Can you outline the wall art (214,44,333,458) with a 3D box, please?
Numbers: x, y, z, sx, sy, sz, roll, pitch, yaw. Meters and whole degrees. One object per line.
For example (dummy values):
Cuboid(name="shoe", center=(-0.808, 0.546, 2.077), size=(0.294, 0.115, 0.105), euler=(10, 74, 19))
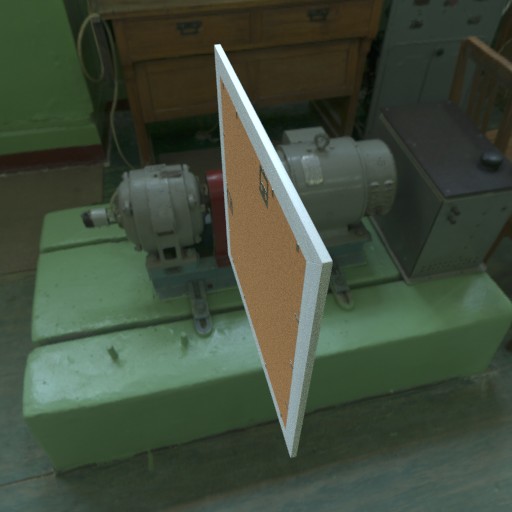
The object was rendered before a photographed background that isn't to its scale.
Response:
Cuboid(name="wall art", center=(0.000, 0.000, 0.870), size=(0.013, 0.584, 0.584), euler=(-11, 48, -10))
